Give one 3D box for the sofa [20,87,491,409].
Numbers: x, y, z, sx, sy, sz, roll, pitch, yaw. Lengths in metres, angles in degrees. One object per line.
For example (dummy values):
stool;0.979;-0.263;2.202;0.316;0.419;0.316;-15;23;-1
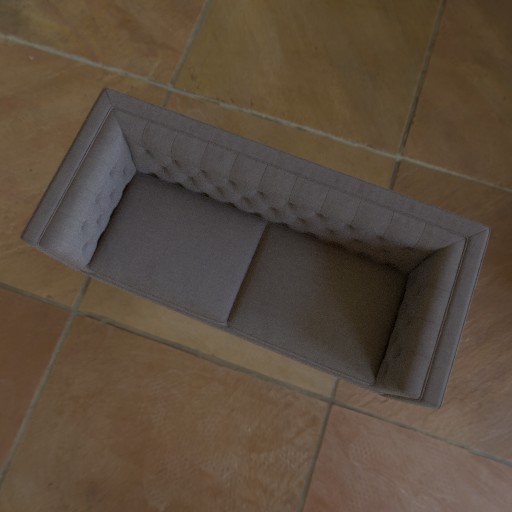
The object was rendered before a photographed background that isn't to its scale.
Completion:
sofa;0.000;0.000;2.170;1.778;0.762;0.775;21;77;5
